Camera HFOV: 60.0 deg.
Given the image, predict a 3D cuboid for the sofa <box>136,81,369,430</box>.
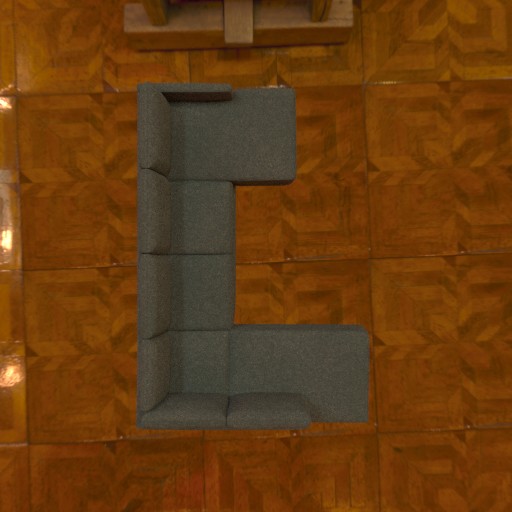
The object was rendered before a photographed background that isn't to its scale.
[{"bbox_3d":[0.000,0.000,3.893,2.007,0.813,2.956,0,90,0],"label":"sofa"}]
